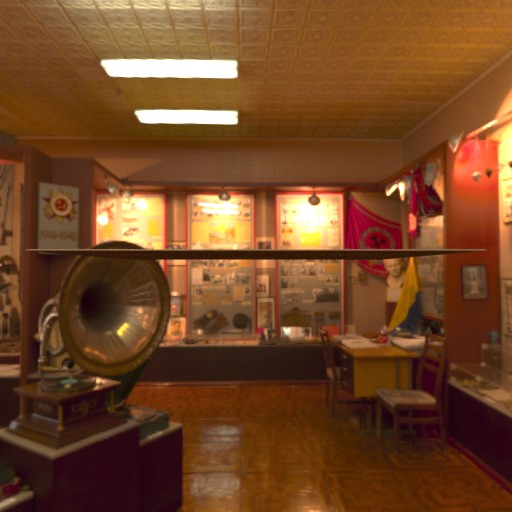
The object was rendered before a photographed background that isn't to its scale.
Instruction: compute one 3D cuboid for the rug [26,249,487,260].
[{"bbox_3d":[0.000,0.000,4.040,2.980,0.012,2.363,0,-2,0],"label":"rug"}]
